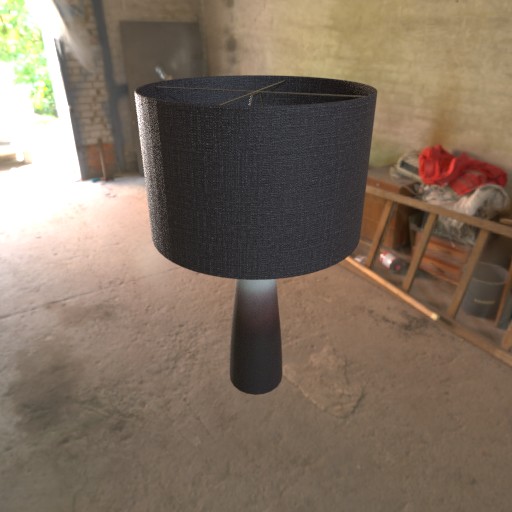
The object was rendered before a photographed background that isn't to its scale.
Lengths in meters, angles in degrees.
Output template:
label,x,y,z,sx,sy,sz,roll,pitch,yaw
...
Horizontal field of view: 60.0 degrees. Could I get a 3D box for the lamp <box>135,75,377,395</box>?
label,x,y,z,sx,sy,sz,roll,pitch,yaw
lamp,0.000,0.000,0.681,0.303,0.488,0.303,0,28,0
